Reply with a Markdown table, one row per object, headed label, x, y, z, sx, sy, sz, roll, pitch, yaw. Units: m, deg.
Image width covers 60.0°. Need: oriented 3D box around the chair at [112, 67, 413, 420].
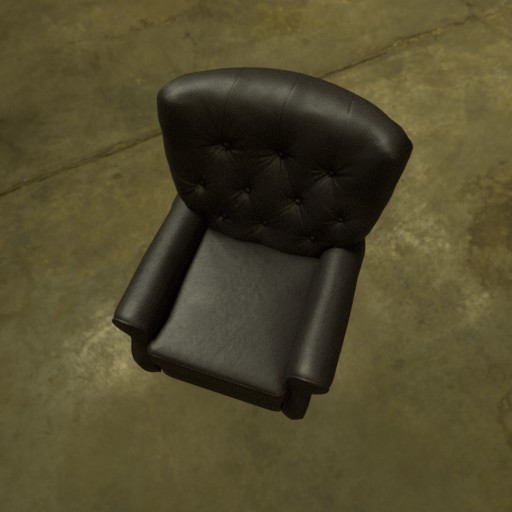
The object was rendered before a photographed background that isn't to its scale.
| label | x | y | z | sx | sy | sz | roll | pitch | yaw |
| --- | --- | --- | --- | --- | --- | --- | --- | --- | --- |
| chair | 0.000 | 0.000 | 1.882 | 0.948 | 1.158 | 1.058 | 15 | 60 | 9 |
